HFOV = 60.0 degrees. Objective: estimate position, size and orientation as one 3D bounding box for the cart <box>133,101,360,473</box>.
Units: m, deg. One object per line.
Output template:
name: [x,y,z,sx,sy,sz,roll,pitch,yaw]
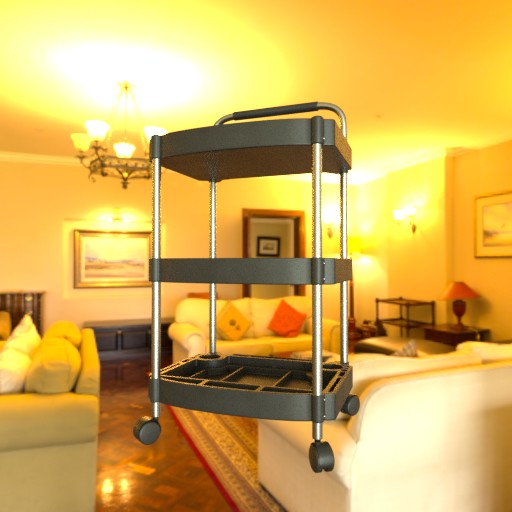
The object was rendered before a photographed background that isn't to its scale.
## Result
cart: [0.000,0.000,1.399,0.584,1.075,0.518,0,-1,20]
